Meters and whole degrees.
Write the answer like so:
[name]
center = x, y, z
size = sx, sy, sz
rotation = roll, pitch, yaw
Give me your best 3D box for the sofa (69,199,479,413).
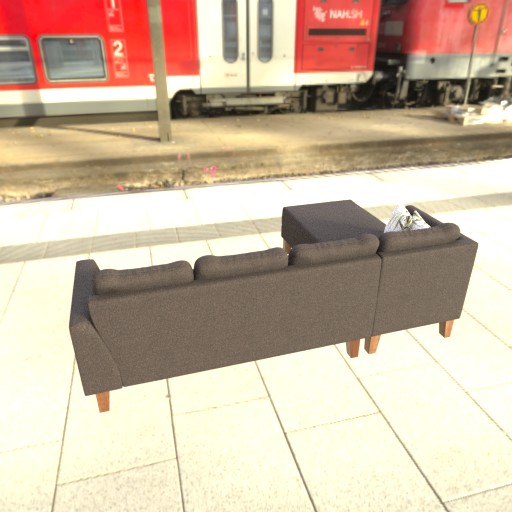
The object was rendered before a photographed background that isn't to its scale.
[sofa]
center = 0.000, 0.000, 3.599
size = 2.679, 0.932, 1.829
rotation = -8, 28, -15
